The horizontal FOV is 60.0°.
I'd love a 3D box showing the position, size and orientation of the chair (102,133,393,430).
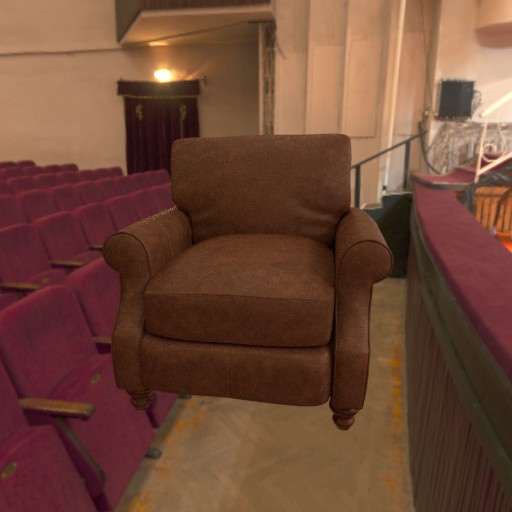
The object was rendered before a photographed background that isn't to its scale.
[{"bbox_3d":[0.000,0.000,1.809,0.996,0.976,1.002,2,14,9],"label":"chair"}]
